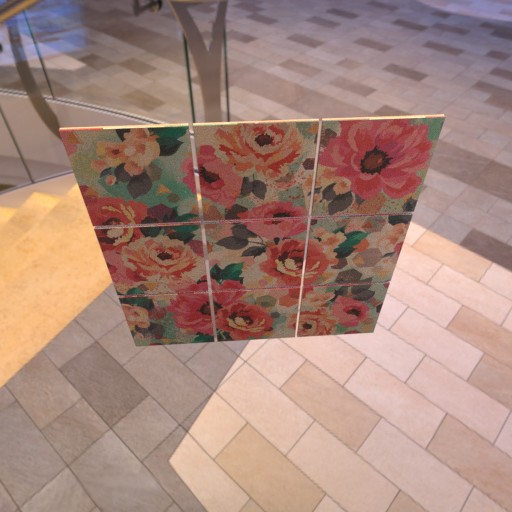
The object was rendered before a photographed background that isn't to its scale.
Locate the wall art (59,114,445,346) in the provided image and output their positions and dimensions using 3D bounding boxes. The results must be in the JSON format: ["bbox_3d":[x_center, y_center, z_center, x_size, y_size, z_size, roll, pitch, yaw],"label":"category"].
[{"bbox_3d":[0.000,0.000,1.373,0.911,0.910,0.012,-3,46,-3],"label":"wall art"}]
